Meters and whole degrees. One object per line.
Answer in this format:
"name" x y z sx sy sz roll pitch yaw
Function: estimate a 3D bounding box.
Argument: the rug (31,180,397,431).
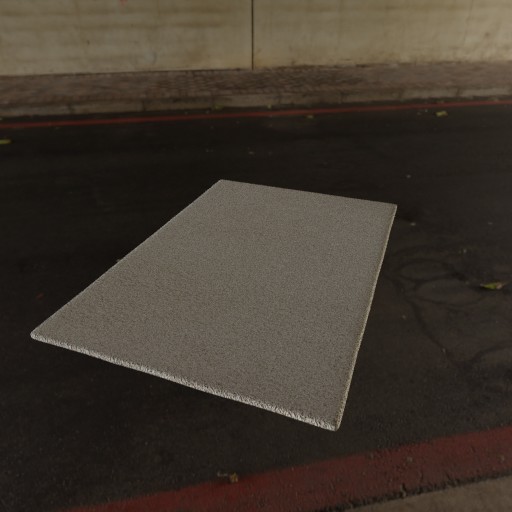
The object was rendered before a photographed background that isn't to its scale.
"rug" 0.000 0.000 2.258 1.219 0.030 1.778 11 33 18
